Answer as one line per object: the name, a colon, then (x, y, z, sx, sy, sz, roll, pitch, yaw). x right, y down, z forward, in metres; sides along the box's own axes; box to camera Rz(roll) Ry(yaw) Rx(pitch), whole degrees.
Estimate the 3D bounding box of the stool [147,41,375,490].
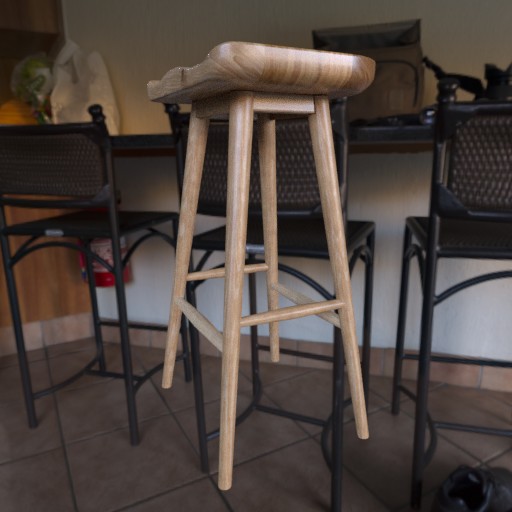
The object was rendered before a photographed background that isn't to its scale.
stool: (0.000, 0.000, 0.896, 0.322, 0.698, 0.407, -7, 15, -26)
